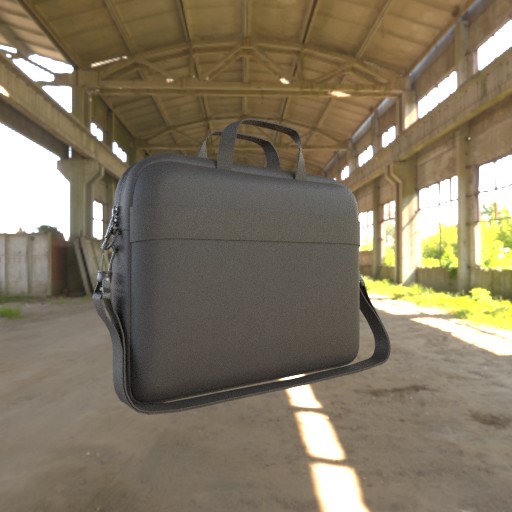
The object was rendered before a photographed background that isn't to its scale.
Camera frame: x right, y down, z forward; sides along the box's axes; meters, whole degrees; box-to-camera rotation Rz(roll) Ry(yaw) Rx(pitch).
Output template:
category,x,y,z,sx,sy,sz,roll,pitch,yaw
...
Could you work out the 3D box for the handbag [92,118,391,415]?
category,x,y,z,sx,sy,sz,roll,pitch,yaw
handbag,0.000,0.000,0.597,0.429,0.330,0.126,0,-1,-36
